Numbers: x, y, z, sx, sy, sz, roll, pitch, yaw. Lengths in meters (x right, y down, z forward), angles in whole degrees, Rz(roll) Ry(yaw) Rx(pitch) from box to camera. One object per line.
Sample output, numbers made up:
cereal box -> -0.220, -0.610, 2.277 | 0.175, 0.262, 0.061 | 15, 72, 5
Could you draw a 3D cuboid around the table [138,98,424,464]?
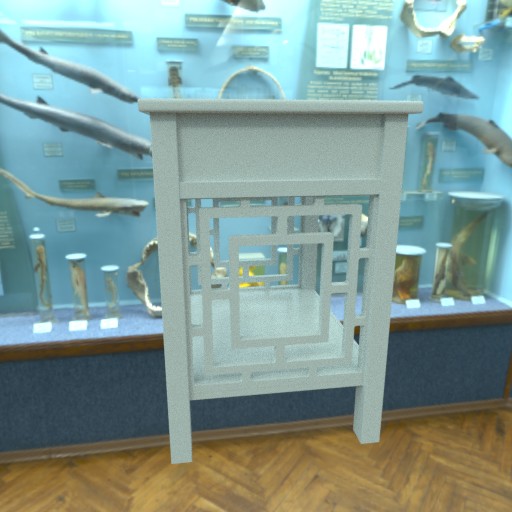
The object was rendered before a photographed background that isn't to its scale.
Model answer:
table -> 0.000, 0.000, 1.021 | 0.451, 0.646, 0.564 | -2, 16, -8
